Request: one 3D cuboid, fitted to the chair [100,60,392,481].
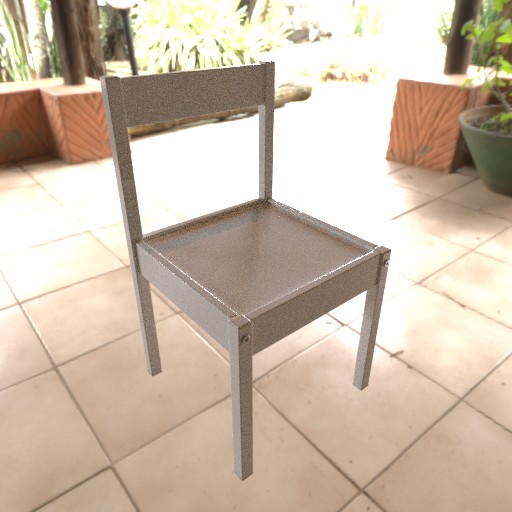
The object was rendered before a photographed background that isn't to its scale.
[{"bbox_3d":[0.000,0.000,0.672,0.285,0.505,0.285,-22,37,-34],"label":"chair"}]
